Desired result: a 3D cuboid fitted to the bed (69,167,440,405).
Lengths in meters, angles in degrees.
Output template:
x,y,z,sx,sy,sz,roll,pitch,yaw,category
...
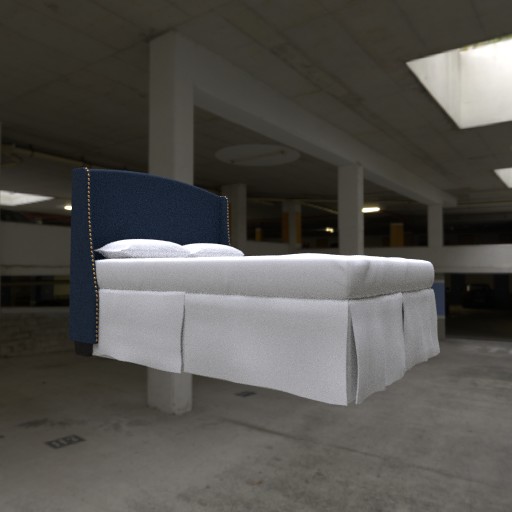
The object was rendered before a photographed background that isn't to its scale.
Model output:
x,y,z,sx,sy,sz,roll,pitch,yaw,category
0.000,0.000,3.212,2.223,1.402,1.604,-1,-2,35,bed
